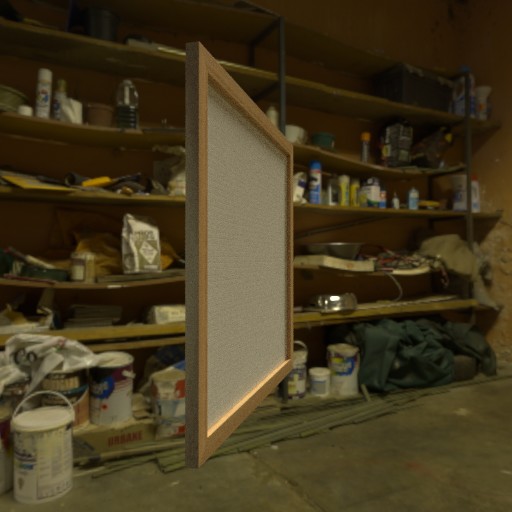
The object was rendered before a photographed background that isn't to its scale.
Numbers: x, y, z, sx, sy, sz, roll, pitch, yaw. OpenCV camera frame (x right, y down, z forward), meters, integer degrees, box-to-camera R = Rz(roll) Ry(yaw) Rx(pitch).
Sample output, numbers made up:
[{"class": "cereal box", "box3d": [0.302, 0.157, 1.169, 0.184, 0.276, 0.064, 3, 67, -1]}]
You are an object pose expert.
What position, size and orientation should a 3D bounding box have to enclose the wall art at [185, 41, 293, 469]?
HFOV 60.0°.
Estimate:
[{"class": "wall art", "box3d": [0.000, 0.000, 1.156, 0.027, 0.762, 0.762, 0, -1, 18]}]
